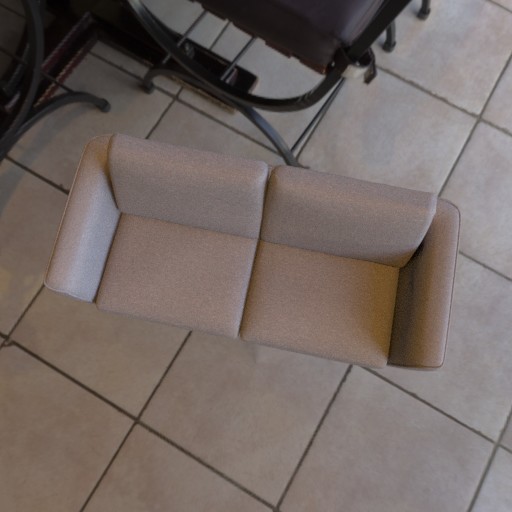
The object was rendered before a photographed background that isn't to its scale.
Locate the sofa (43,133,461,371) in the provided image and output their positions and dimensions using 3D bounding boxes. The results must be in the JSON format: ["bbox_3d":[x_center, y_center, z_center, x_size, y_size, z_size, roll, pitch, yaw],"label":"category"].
[{"bbox_3d":[0.000,0.000,2.449,2.000,0.870,0.920,11,77,3],"label":"sofa"}]
